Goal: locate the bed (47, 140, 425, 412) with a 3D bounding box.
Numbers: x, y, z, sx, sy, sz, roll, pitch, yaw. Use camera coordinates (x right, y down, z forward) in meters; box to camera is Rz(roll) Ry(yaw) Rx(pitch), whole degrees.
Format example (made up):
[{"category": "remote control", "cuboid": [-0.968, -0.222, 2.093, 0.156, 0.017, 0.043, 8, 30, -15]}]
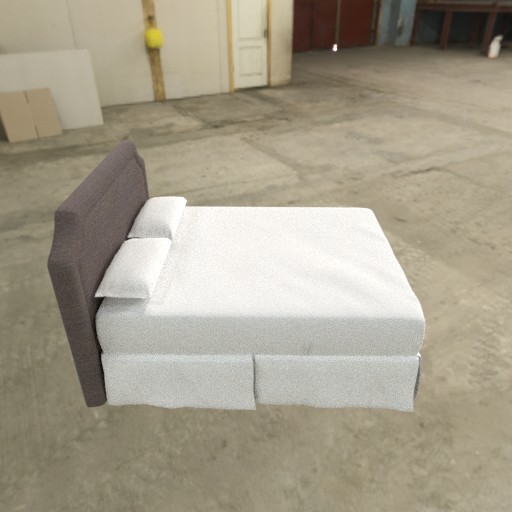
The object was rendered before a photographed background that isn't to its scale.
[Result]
[{"category": "bed", "cuboid": [0.000, 0.000, 3.165, 2.116, 1.290, 1.693, 0, 31, 1]}]
